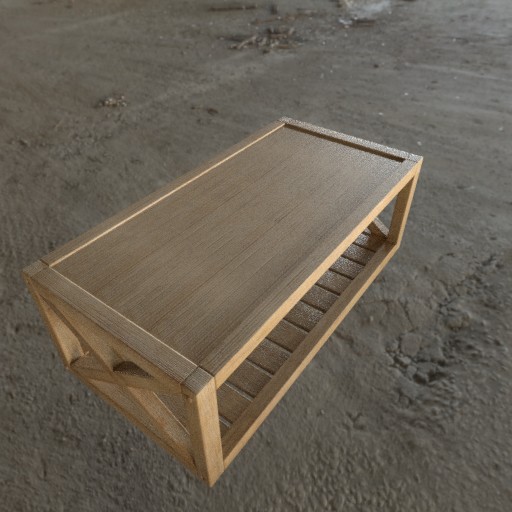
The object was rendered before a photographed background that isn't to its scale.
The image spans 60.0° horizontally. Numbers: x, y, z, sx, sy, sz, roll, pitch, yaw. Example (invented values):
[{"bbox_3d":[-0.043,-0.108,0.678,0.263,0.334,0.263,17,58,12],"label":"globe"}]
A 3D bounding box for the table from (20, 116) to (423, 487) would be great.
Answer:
[{"bbox_3d":[0.000,0.000,1.625,0.660,0.457,1.321,26,47,27],"label":"table"}]
